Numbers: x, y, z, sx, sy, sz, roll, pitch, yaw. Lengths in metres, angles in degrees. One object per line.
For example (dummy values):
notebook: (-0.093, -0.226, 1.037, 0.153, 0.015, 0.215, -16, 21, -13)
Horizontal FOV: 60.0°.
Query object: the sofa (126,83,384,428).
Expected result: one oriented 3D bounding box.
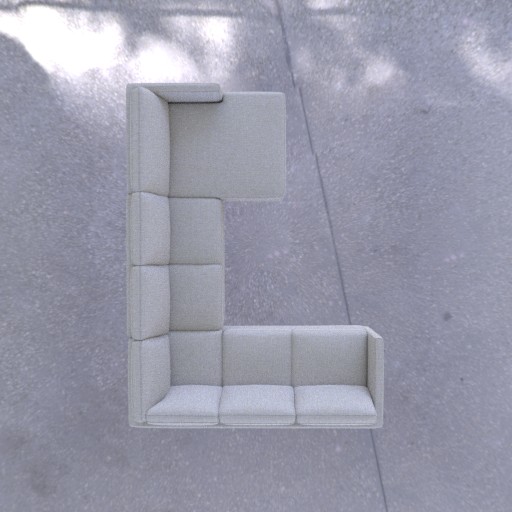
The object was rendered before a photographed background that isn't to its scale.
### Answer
sofa: (0.000, 0.000, 4.572, 2.551, 0.889, 3.403, 0, 91, 0)
